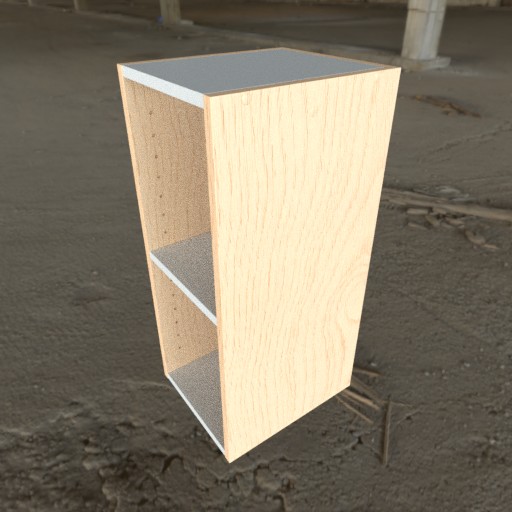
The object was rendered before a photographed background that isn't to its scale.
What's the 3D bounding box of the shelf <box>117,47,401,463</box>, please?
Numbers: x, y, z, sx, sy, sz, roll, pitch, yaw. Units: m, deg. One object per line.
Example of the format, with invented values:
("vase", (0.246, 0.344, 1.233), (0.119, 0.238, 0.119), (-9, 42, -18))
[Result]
("shelf", (0.000, 0.000, 0.751), (0.290, 0.600, 0.250), (-21, 38, -30))
